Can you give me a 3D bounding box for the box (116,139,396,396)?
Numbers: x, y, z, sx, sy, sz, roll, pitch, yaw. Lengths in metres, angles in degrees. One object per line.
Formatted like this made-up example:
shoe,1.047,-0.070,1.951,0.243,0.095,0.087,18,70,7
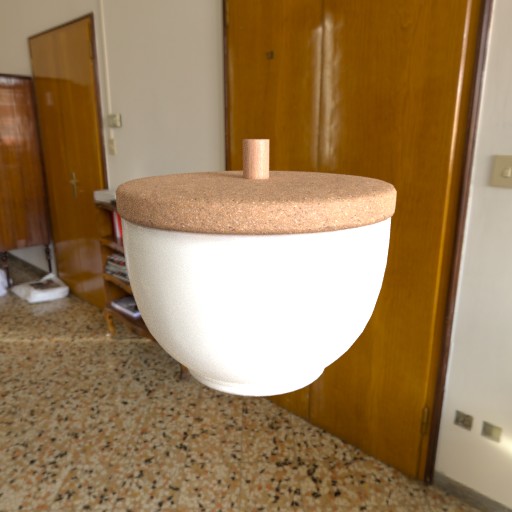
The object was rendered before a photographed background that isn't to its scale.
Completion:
box,0.000,0.000,0.184,0.107,0.094,0.107,0,15,0
